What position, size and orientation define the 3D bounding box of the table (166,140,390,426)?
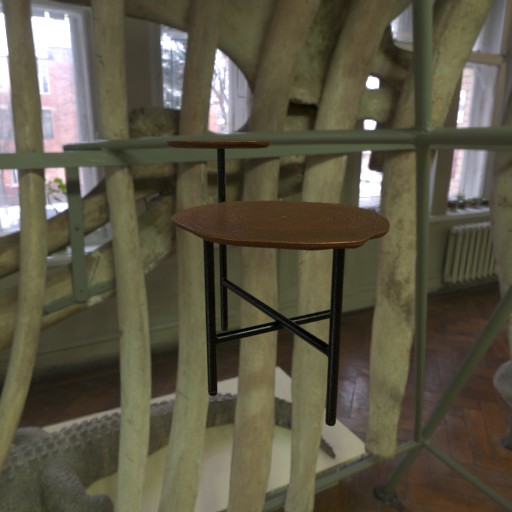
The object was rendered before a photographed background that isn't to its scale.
[{"bbox_3d":[0.000,0.000,1.074,0.442,0.538,0.759,-8,17,-26],"label":"table"}]
